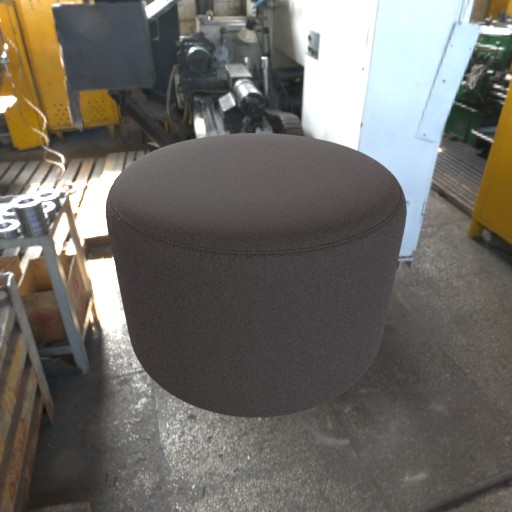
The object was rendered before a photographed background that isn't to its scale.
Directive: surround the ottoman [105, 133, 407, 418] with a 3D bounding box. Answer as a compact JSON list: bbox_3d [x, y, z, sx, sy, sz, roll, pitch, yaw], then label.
[{"bbox_3d":[0.000,0.000,1.007,0.608,0.433,0.608,0,32,0],"label":"ottoman"}]
